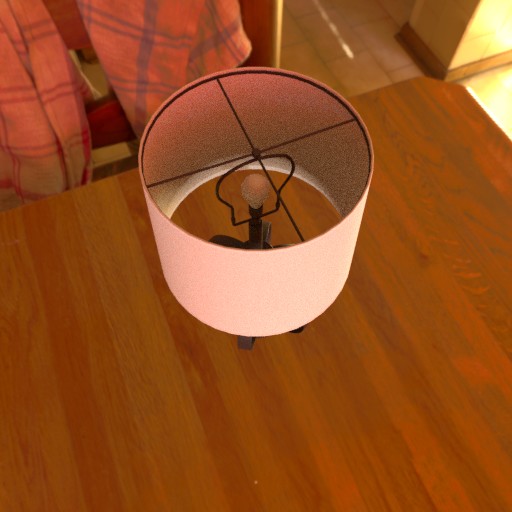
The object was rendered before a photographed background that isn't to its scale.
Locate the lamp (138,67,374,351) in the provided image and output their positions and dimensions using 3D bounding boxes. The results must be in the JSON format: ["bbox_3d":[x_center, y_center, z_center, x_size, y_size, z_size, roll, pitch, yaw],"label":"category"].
[{"bbox_3d":[0.000,0.000,0.703,0.286,0.510,0.286,0,63,0],"label":"lamp"}]
